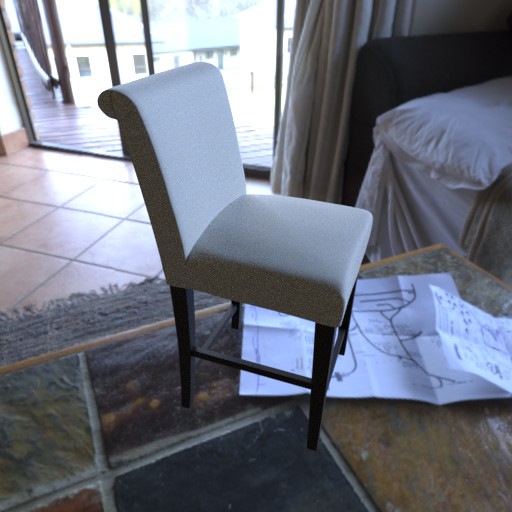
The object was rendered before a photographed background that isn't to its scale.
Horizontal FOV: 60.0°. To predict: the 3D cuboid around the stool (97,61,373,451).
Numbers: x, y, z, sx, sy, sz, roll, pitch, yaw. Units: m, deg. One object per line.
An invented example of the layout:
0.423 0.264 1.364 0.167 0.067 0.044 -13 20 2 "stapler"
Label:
0.000 0.000 1.299 0.597 0.976 0.452 11 33 17 "stool"
